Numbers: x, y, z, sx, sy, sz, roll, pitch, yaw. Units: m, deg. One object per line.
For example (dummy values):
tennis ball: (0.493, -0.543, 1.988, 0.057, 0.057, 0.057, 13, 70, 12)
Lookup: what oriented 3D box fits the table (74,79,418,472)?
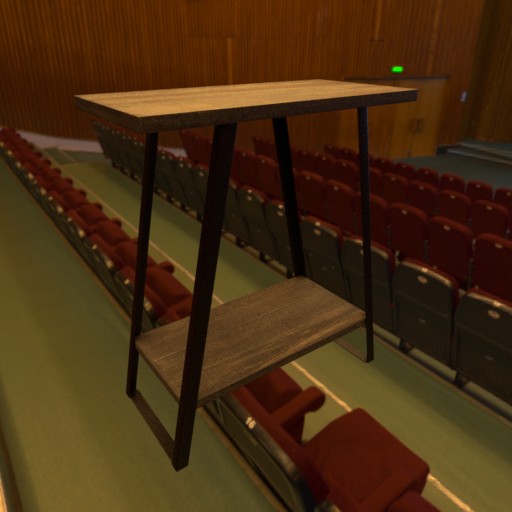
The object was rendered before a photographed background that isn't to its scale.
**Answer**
table: (0.000, 0.000, 1.005, 0.599, 0.701, 0.300, -18, 31, -32)
